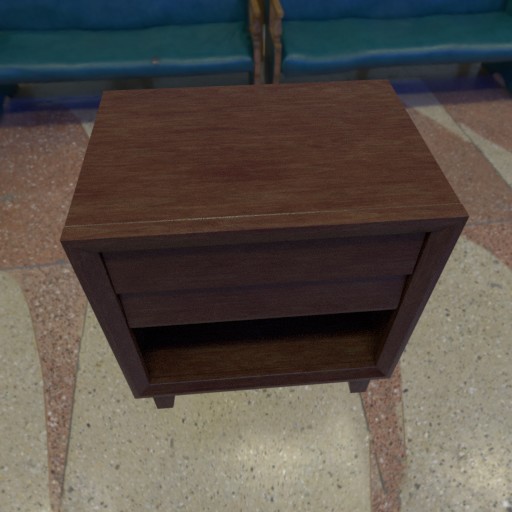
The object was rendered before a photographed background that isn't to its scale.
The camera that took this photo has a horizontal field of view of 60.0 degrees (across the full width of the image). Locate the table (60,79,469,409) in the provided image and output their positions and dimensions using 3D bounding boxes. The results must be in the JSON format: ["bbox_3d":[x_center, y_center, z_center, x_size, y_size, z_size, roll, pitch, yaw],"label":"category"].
[{"bbox_3d":[0.000,0.000,0.975,0.557,0.609,0.449,-4,48,-3],"label":"table"}]
